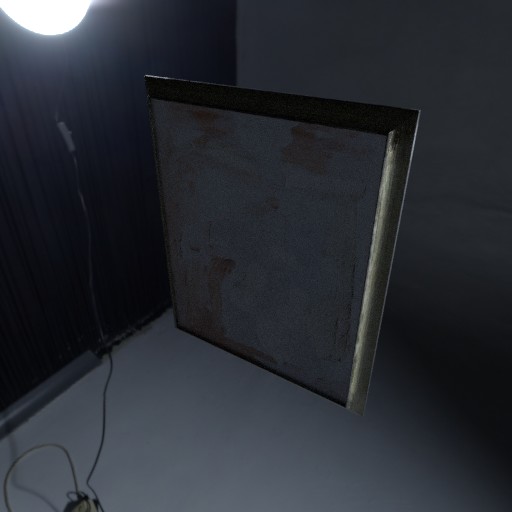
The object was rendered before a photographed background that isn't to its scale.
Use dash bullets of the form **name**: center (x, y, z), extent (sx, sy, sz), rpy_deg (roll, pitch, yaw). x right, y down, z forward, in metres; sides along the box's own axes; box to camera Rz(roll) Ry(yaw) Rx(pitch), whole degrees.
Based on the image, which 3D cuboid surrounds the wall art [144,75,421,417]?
- **wall art**: center (0.000, 0.000, 0.644), extent (0.381, 0.457, 0.023), rpy_deg (19, 36, 28)
